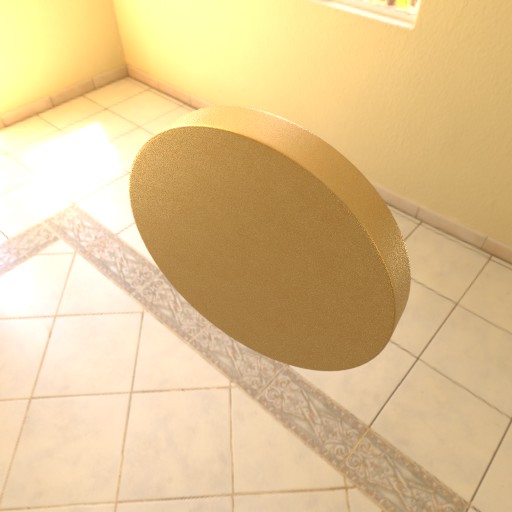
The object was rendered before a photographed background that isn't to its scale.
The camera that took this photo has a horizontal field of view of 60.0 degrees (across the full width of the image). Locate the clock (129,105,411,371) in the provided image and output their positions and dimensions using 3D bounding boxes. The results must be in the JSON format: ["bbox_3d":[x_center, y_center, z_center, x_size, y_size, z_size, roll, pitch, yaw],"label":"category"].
[{"bbox_3d":[0.000,0.000,0.469,0.314,0.314,0.040,25,52,21],"label":"clock"}]
